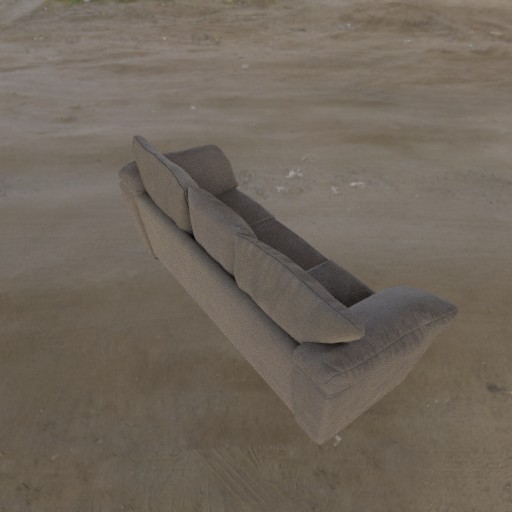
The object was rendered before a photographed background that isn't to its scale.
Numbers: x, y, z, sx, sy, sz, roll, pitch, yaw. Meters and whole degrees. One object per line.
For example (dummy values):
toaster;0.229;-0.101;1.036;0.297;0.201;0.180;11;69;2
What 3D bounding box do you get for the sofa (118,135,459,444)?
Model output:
sofa;0.000;0.000;2.899;0.878;1.073;2.336;-26;48;-27
